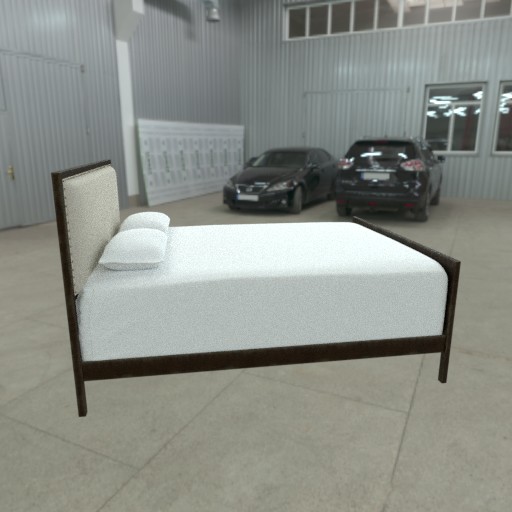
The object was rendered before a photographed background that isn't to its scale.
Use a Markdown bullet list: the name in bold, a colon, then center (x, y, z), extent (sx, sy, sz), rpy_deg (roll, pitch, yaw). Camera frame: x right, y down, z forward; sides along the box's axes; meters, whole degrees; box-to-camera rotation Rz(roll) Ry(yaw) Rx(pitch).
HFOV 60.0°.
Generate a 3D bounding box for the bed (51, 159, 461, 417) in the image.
- **bed**: center (0.000, 0.000, 3.191), extent (2.221, 1.313, 1.607), rpy_deg (-2, 15, -9)
